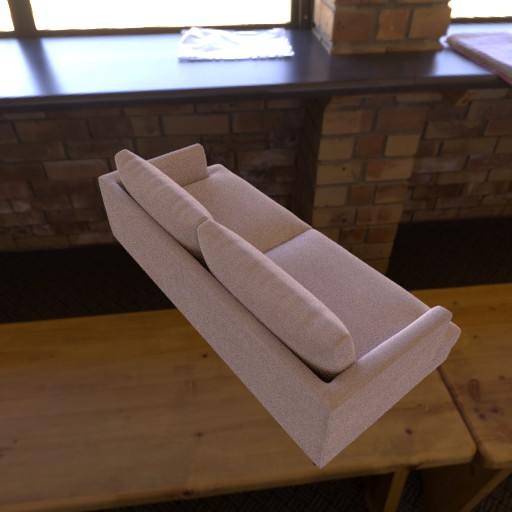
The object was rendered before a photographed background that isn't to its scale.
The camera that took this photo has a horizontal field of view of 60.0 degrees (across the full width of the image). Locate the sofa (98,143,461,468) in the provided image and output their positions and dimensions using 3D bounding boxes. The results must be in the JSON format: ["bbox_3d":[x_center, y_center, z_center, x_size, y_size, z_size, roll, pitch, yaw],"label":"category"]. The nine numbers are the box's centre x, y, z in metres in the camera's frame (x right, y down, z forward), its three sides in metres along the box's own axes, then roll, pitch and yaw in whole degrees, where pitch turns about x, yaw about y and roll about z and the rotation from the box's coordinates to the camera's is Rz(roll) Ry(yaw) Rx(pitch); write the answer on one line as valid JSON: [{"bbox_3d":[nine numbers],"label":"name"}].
[{"bbox_3d":[0.000,0.000,2.748,1.020,0.868,2.250,-27,48,-28],"label":"sofa"}]
